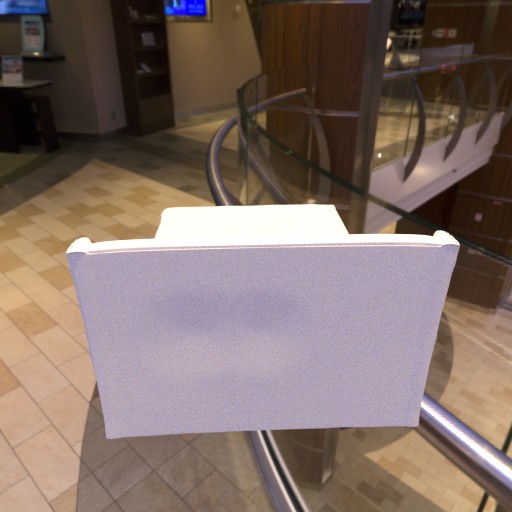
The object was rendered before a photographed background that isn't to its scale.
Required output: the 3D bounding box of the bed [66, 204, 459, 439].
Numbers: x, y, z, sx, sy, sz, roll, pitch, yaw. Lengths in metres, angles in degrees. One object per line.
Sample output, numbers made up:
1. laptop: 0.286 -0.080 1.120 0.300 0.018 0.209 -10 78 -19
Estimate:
1. bed: 0.000 0.000 3.410 1.925 1.332 2.276 -1 28 -2
